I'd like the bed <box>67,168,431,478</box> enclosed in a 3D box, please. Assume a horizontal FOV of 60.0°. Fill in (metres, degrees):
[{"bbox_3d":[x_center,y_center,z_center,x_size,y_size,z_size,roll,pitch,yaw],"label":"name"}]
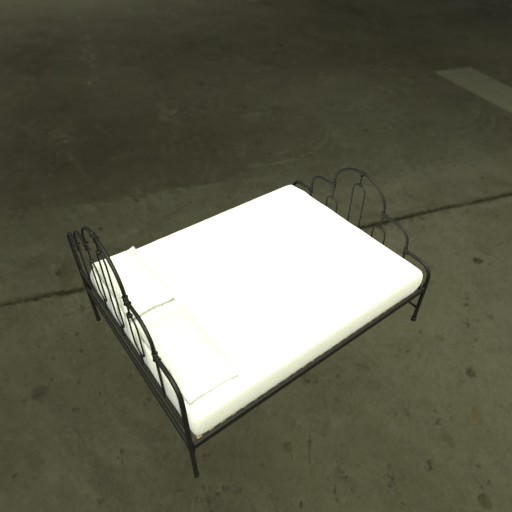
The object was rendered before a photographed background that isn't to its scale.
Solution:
[{"bbox_3d":[0.000,0.000,3.272,2.163,1.429,1.640,-26,48,-27],"label":"bed"}]
